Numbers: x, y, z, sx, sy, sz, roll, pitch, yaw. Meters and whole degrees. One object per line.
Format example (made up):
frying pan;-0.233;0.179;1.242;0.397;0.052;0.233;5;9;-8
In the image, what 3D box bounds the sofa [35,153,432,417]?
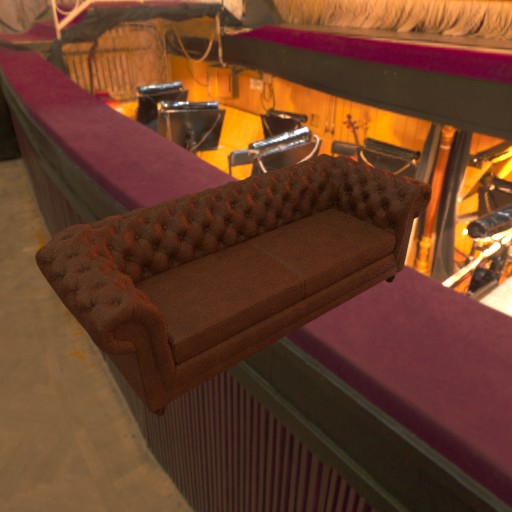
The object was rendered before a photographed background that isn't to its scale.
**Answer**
sofa;0.000;0.000;2.841;2.385;0.783;0.944;-23;37;-33
